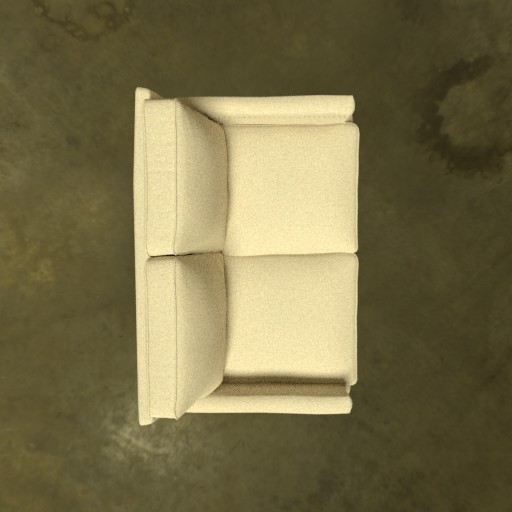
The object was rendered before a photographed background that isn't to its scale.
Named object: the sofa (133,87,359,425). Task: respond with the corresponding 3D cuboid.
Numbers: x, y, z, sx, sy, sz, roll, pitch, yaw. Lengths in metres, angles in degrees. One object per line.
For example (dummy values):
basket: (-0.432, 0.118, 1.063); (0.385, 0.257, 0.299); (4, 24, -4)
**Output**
sofa: (0.000, 0.000, 2.315); (1.084, 1.003, 1.597); (0, 92, -1)
